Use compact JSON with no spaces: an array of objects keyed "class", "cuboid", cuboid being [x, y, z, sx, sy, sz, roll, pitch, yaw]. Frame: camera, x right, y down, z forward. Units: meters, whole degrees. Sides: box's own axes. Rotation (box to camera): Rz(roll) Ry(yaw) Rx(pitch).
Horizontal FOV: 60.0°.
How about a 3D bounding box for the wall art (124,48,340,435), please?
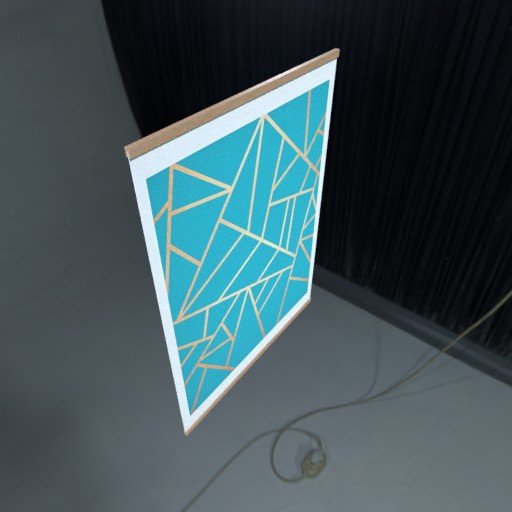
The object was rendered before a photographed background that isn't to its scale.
[{"class":"wall art","cuboid":[0.000,0.000,1.346,0.013,1.016,0.758,26,47,27]}]
